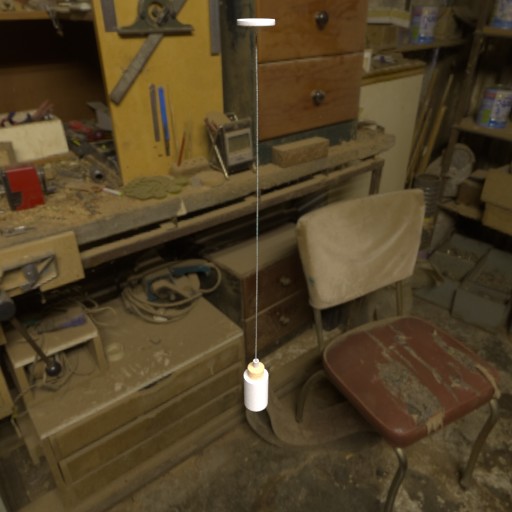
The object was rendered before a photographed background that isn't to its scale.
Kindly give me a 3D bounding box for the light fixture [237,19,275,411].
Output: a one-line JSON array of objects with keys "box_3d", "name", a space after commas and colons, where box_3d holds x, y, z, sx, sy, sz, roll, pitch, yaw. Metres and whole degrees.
[{"box_3d": [0.000, 0.000, 1.908, 0.125, 1.798, 0.125, -21, 36, -31], "name": "light fixture"}]
